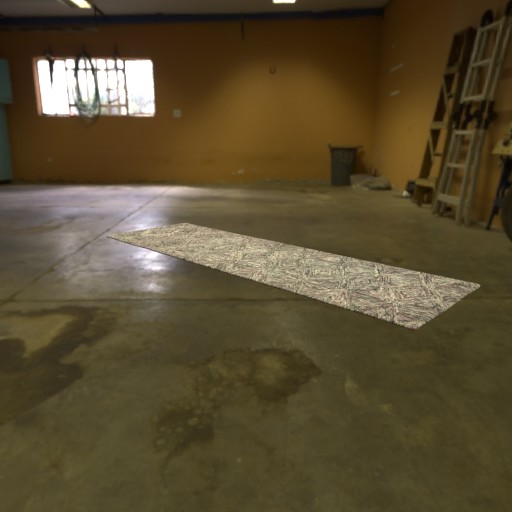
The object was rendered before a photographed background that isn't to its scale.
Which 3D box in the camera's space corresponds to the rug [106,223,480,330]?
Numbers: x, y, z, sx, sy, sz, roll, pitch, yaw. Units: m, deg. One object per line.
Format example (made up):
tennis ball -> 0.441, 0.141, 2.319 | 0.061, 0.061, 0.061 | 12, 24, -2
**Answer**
rug -> 0.000, 0.000, 2.631 | 2.305, 0.013, 0.719 | 14, 20, 42
